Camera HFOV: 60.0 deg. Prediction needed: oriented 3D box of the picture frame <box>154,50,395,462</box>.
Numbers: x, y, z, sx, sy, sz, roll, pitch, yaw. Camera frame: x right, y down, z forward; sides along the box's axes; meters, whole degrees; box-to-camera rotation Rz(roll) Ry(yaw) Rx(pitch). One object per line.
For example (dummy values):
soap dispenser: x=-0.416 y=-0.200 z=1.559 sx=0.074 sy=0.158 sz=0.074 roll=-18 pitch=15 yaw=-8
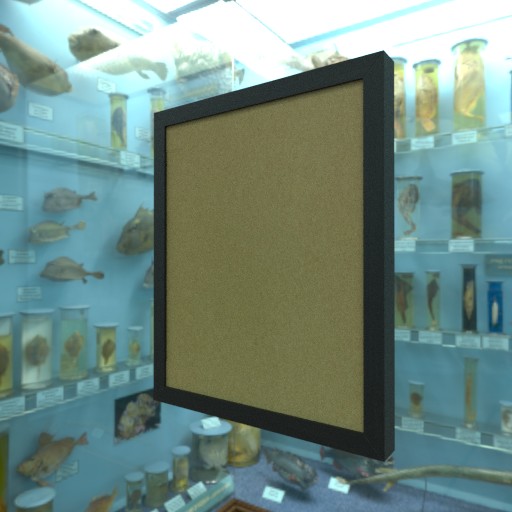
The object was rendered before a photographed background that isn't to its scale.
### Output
picture frame: x=0.000 y=0.000 z=0.745 sx=0.452 sy=0.555 sz=0.044 roll=0 pitch=0 yaw=35
